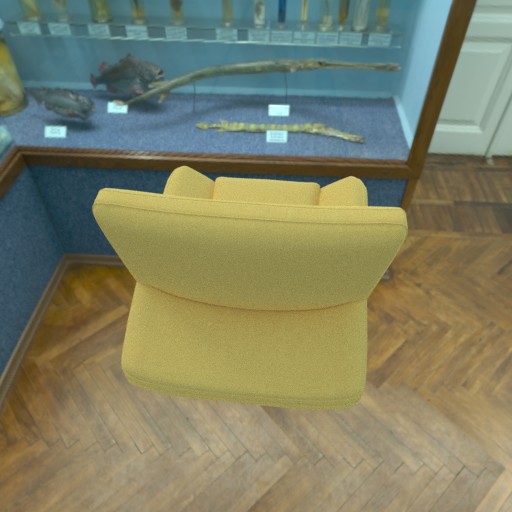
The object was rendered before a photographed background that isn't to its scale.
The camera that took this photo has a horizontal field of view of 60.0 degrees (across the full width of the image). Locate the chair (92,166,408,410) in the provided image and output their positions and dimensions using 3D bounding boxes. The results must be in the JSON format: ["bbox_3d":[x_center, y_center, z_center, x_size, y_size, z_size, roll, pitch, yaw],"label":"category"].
[{"bbox_3d":[0.000,0.000,1.628,0.859,0.855,1.008,4,47,4],"label":"chair"}]
